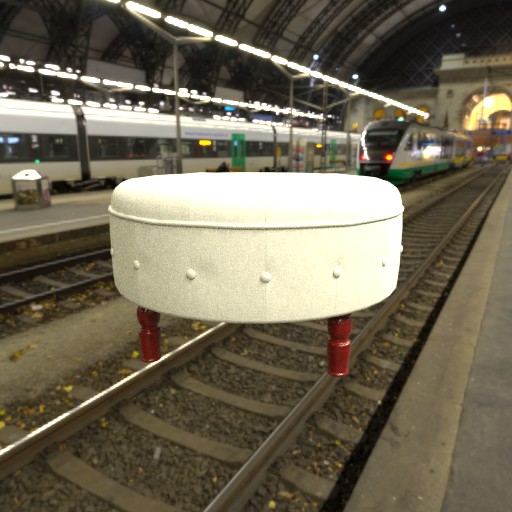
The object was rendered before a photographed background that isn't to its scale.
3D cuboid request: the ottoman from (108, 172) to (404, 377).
[{"bbox_3d":[0.000,0.000,1.375,0.850,0.483,0.850,0,13,0],"label":"ottoman"}]
